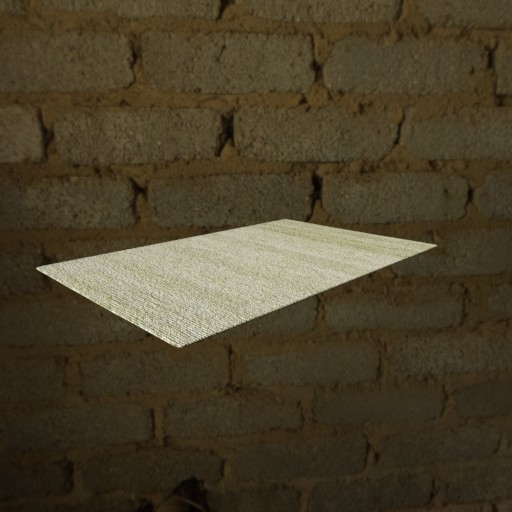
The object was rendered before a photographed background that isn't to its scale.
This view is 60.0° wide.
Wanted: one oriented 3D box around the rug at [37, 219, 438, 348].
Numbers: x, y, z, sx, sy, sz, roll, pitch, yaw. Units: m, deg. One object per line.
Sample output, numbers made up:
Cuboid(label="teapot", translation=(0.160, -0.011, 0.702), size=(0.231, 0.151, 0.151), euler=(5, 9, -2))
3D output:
Cuboid(label="rug", translation=(0.000, 0.000, 2.265), size=(1.758, 0.010, 1.143), euler=(-15, 21, -43))
